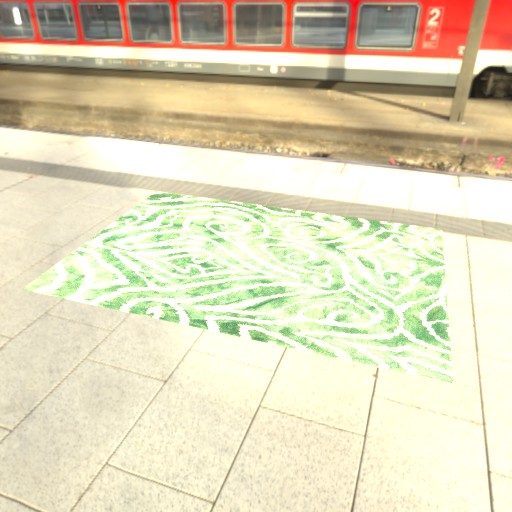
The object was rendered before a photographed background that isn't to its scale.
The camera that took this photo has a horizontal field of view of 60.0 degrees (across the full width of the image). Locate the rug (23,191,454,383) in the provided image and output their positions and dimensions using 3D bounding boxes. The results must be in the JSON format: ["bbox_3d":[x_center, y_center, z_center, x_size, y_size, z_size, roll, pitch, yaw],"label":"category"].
[{"bbox_3d":[0.000,0.000,2.266,1.826,0.006,1.220,9,32,16],"label":"rug"}]
